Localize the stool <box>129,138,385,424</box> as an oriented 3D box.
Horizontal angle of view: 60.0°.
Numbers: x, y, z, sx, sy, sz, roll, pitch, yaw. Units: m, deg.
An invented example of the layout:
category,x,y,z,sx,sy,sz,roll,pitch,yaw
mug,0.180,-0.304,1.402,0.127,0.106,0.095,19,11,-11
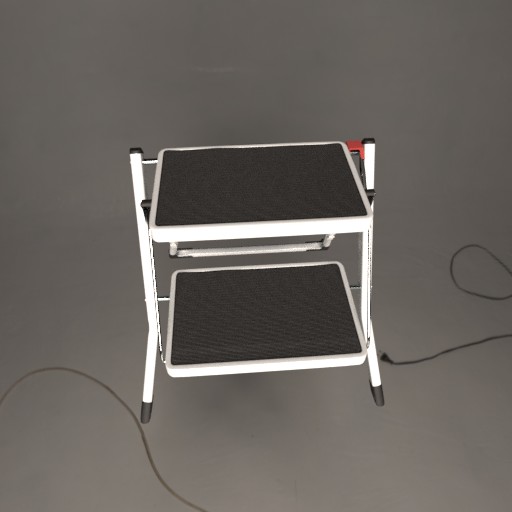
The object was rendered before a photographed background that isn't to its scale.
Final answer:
category,x,y,z,sx,sy,sz,roll,pitch,yaw
stool,0.000,0.000,0.867,0.485,0.445,0.490,-3,46,-3
